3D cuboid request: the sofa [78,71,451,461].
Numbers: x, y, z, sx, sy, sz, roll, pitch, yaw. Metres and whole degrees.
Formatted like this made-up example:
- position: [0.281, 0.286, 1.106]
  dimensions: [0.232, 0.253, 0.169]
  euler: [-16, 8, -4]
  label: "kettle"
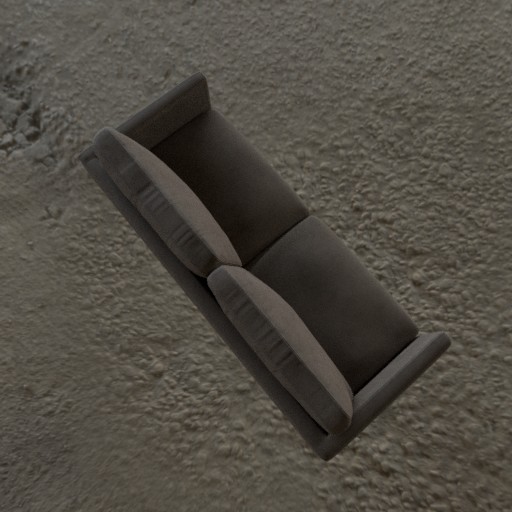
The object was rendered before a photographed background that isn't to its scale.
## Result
- position: [0.000, 0.000, 2.731]
  dimensions: [0.951, 0.965, 2.208]
  euler: [-39, 79, -9]
  label: "sofa"
